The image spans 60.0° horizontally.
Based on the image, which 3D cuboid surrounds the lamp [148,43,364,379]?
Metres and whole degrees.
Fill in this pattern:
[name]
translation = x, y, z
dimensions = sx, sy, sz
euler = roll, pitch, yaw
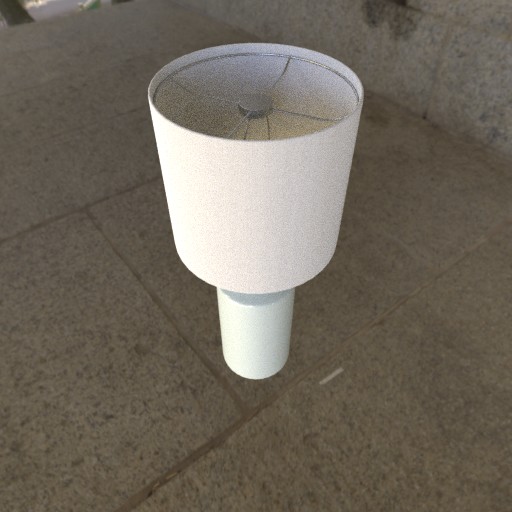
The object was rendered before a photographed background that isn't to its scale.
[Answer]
[lamp]
translation = 0.000, 0.000, 0.618
dimensions = 0.212, 0.493, 0.212
euler = 17, 48, 16
